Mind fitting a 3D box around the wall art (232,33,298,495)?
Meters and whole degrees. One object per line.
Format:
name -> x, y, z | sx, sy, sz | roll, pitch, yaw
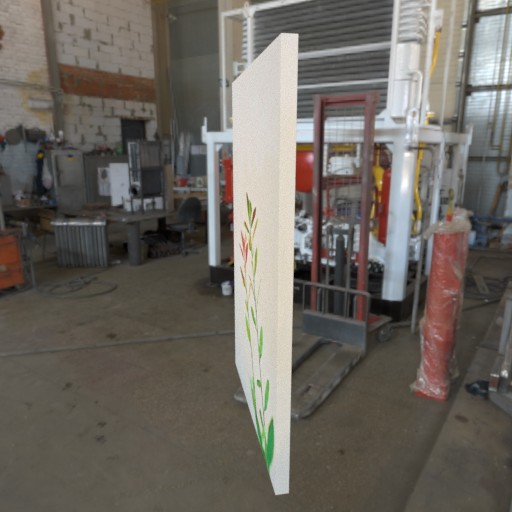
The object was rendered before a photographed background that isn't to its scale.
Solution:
wall art -> 0.000, 0.000, 1.427 | 0.038, 1.143, 0.764 | -3, 14, -10
